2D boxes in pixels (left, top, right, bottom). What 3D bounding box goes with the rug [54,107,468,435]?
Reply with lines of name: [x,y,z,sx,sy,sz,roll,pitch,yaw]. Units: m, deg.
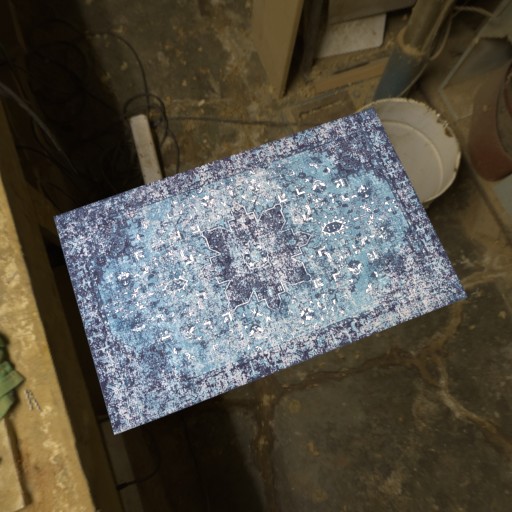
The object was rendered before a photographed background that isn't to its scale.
rug: [0.000,0.000,3.016,2.440,0.007,1.525,-20,77,-5]
